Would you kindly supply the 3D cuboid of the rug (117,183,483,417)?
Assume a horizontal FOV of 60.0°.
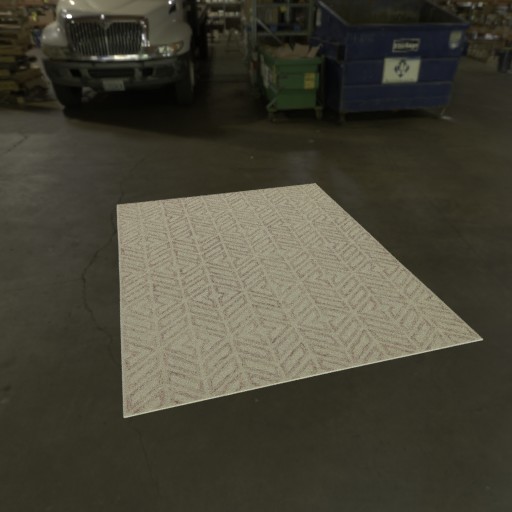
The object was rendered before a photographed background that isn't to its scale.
[{"bbox_3d":[0.000,0.000,4.054,2.421,0.008,3.045,-8,32,-14],"label":"rug"}]
